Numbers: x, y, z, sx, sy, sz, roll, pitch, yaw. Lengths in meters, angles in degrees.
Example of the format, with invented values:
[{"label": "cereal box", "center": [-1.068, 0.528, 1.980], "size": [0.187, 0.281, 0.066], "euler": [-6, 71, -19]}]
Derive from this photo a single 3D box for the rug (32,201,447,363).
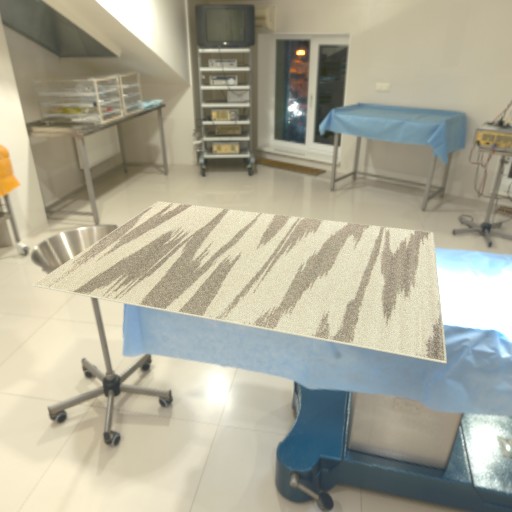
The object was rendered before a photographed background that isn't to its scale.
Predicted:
[{"label": "rug", "center": [0.000, 0.000, 2.357], "size": [1.827, 0.008, 1.225], "euler": [8, 28, 16]}]
